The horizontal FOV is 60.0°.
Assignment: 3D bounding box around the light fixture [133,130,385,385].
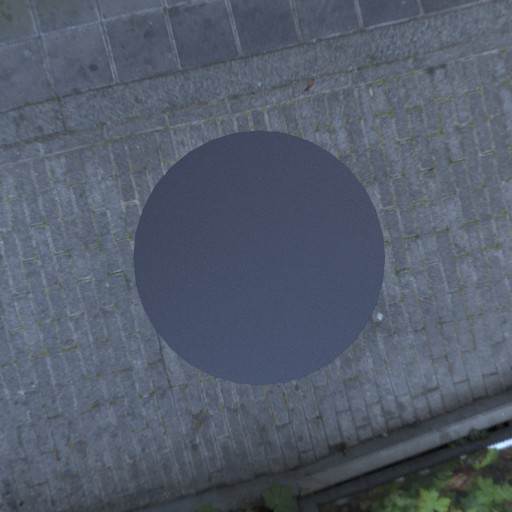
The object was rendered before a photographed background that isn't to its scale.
[{"bbox_3d":[0.000,0.000,0.391,0.197,0.254,0.197,0,91,-1],"label":"light fixture"}]
